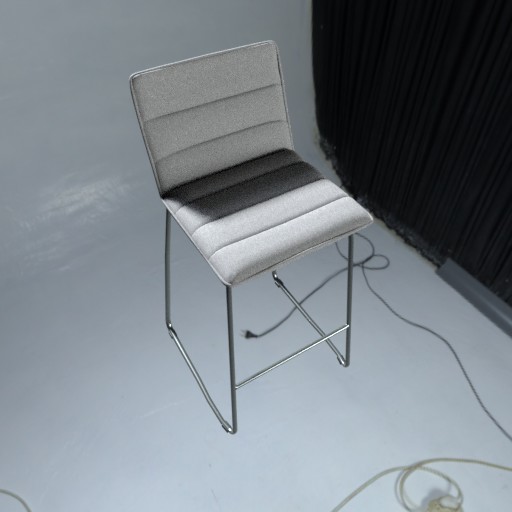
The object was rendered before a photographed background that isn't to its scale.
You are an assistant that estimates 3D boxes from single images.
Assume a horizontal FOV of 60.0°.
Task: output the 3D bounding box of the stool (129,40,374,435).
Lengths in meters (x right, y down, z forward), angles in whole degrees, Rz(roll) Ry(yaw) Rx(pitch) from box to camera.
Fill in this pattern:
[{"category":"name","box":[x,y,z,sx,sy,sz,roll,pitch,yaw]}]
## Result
[{"category":"stool","box":[0.000,0.000,1.246,0.490,0.960,0.490,-24,51,-21]}]
